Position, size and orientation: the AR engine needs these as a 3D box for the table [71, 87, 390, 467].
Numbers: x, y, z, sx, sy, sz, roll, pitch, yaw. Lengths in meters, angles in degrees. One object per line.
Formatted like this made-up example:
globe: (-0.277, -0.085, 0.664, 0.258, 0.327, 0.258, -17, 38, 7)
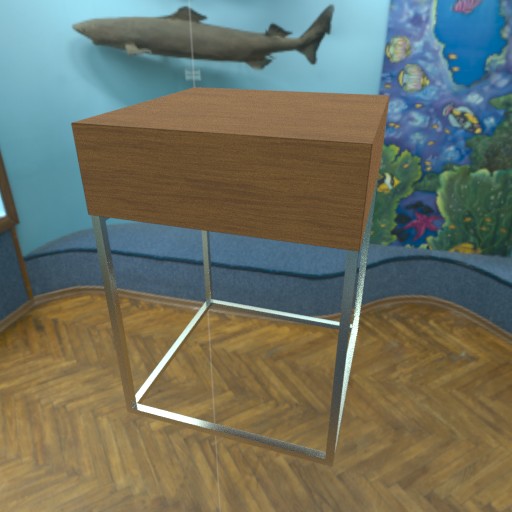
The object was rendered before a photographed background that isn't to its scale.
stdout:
table: (0.000, 0.000, 0.837, 0.397, 0.540, 0.398, 8, 29, 16)
